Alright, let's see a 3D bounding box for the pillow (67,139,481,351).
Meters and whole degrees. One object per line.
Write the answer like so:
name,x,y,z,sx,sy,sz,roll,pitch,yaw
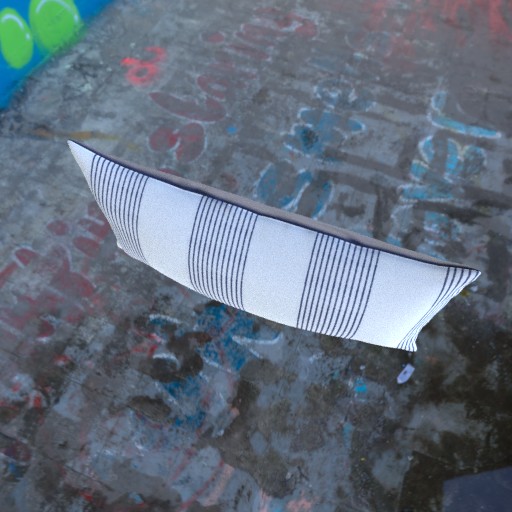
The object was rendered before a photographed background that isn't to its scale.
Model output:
pillow,0.000,0.000,0.724,0.610,0.287,0.151,19,61,11
